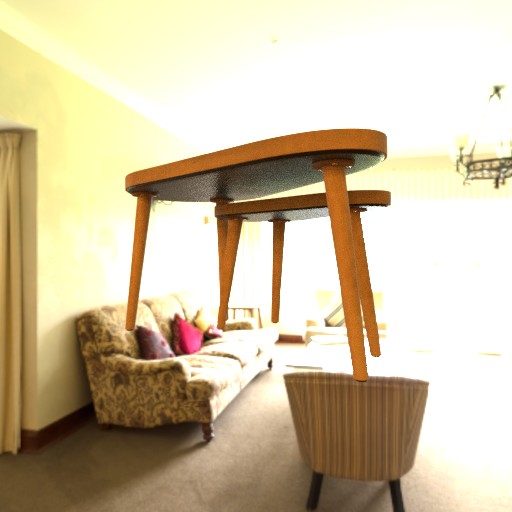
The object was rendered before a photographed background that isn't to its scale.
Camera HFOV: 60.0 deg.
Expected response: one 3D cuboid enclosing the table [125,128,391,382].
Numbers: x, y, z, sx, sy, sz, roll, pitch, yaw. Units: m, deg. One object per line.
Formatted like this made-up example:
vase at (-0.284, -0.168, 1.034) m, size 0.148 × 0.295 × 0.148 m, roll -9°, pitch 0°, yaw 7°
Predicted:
table at (0.000, 0.000, 1.561) m, size 0.701 × 0.595 × 1.190 m, roll 0°, pitch 1°, yaw -35°
